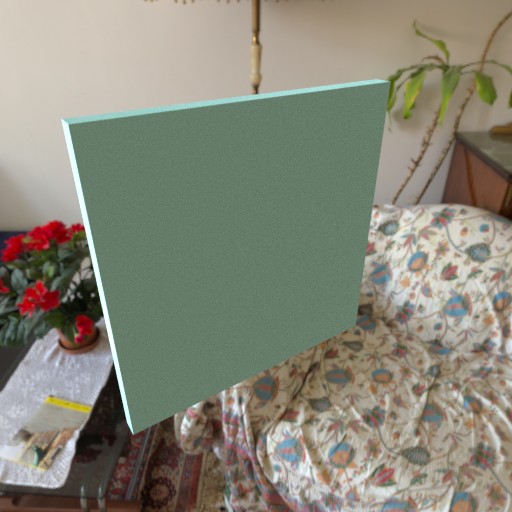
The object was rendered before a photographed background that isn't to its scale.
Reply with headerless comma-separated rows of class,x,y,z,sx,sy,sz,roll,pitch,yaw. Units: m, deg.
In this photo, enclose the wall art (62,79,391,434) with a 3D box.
wall art,0.000,0.000,0.877,0.603,0.603,0.036,-19,35,-29
